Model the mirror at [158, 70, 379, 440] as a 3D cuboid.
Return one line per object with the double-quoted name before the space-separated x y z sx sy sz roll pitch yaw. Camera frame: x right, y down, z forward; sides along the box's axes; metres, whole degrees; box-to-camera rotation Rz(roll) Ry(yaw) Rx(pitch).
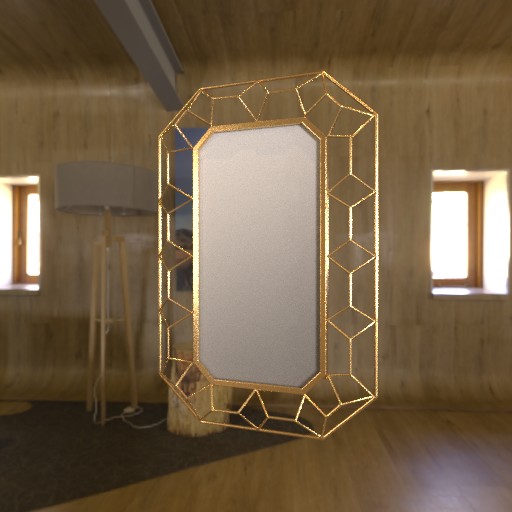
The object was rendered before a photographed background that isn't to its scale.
"mirror" 0.000 0.000 1.077 0.572 0.870 0.051 0 1 20
